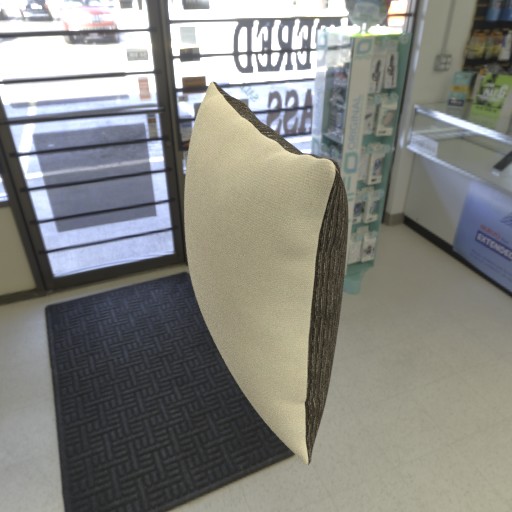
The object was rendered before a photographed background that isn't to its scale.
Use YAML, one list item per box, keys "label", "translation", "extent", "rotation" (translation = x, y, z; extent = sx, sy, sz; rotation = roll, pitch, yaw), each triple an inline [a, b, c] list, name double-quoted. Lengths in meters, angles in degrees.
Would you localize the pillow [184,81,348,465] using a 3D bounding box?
- label: "pillow"
  translation: [0.000, 0.000, 0.670]
  extent: [0.196, 0.434, 0.433]
  rotation: [-10, 33, -17]
